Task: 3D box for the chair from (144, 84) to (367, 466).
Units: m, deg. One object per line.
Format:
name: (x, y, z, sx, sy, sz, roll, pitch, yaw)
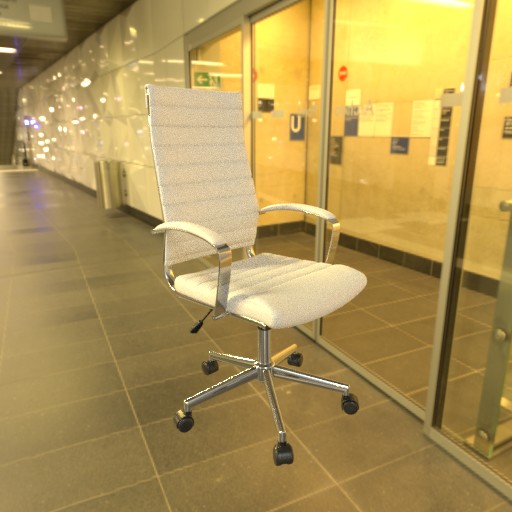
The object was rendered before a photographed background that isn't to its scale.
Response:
chair: (0.000, 0.000, 1.563, 0.679, 1.149, 0.679, 15, 21, 42)
